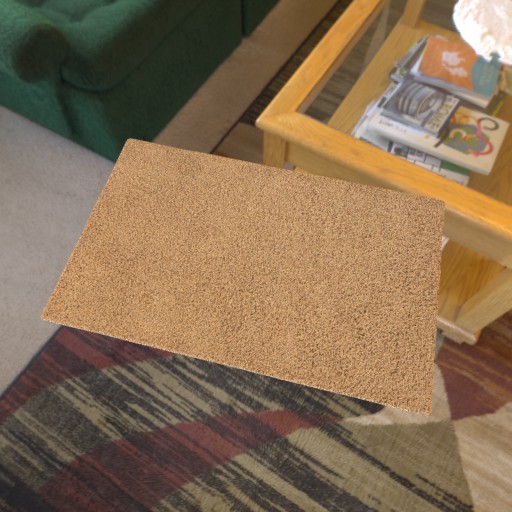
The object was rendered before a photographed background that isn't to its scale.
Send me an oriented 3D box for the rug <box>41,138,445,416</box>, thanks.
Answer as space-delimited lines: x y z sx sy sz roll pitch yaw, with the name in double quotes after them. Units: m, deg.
0.000 0.000 3.003 2.438 0.030 1.524 12 64 6 "rug"
